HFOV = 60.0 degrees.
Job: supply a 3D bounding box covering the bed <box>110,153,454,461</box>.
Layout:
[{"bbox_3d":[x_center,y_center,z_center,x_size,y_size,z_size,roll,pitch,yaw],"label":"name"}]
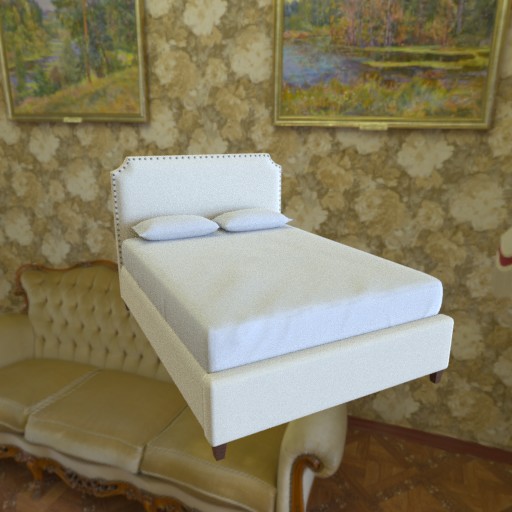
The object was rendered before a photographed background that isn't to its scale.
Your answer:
[{"bbox_3d":[0.000,0.000,3.412,1.703,1.415,2.329,-8,18,-26],"label":"bed"}]
